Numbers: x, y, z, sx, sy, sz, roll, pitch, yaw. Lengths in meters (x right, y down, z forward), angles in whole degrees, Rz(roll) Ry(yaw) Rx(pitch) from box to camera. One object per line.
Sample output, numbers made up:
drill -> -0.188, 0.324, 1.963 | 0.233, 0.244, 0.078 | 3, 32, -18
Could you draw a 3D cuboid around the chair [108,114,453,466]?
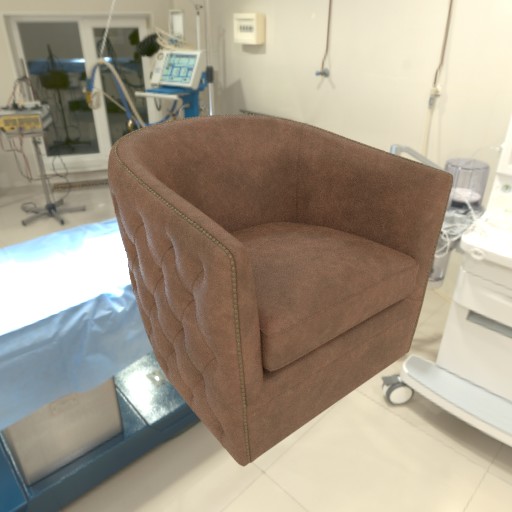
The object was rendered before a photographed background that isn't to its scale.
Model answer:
chair -> 0.000, 0.000, 1.518 | 0.850, 0.790, 0.870 | -21, 35, -33
